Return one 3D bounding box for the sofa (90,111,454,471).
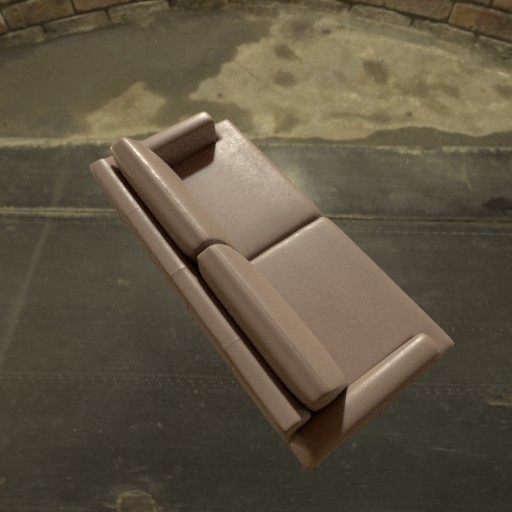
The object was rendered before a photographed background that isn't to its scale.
[{"bbox_3d":[0.000,0.000,2.356,0.974,0.765,1.940,-33,64,-18],"label":"sofa"}]
